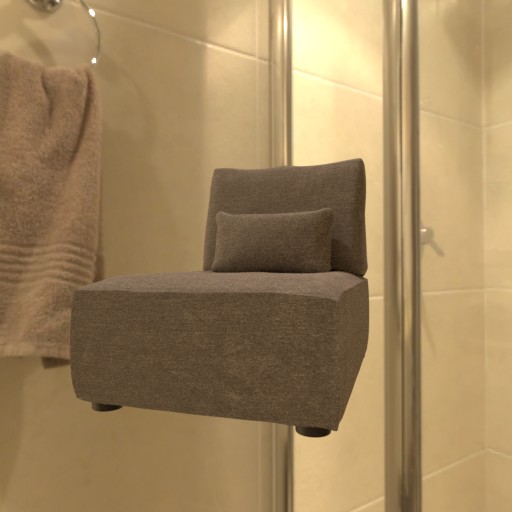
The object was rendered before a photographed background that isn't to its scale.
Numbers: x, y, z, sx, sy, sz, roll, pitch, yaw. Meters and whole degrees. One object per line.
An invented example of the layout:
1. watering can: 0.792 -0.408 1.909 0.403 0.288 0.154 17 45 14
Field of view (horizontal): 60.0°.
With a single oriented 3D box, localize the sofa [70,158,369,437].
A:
1. sofa: 0.000 0.000 1.526 0.700 0.820 1.000 0 -1 18
